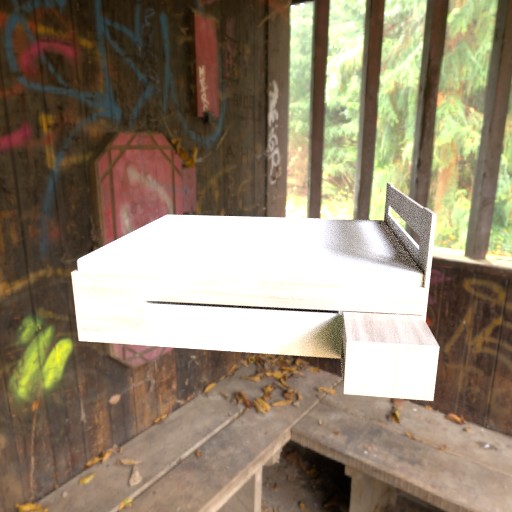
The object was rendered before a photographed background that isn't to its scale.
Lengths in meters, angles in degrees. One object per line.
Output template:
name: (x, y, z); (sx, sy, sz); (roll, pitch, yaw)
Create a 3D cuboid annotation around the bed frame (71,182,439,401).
bed frame: (0.000, 0.000, 3.129); (2.050, 0.860, 2.040); (2, 15, 8)
